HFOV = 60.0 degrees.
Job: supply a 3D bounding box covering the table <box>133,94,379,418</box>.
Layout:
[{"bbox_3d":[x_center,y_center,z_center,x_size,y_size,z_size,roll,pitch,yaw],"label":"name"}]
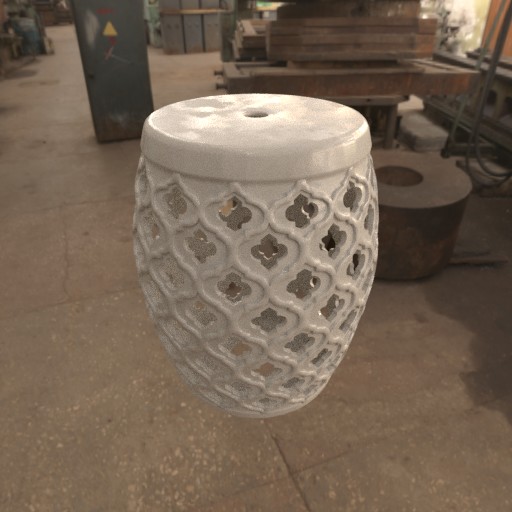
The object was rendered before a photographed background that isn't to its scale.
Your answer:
[{"bbox_3d":[0.000,0.000,0.621,0.325,0.388,0.325,0,31,0],"label":"table"}]
